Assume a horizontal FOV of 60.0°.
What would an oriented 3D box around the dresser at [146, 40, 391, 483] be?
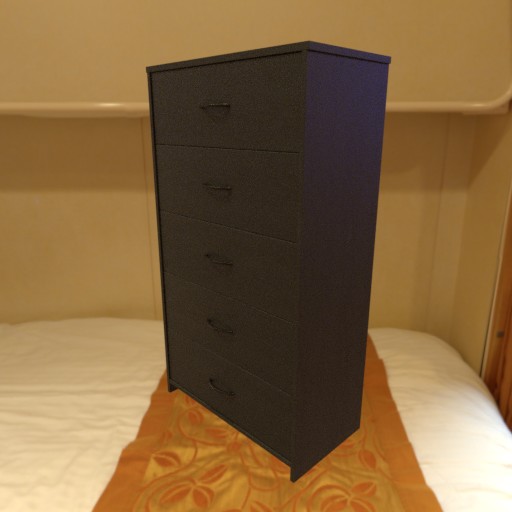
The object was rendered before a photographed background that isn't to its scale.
[{"bbox_3d":[0.000,0.000,1.552,0.399,1.255,0.704,-16,23,-42],"label":"dresser"}]
